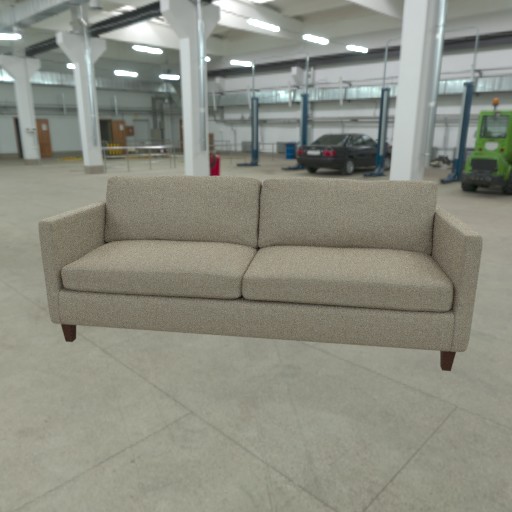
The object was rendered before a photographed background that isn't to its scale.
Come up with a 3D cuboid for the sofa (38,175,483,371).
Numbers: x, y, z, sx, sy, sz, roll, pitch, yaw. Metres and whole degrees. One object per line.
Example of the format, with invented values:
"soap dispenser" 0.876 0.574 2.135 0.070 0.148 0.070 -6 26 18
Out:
"sofa" 0.000 0.000 2.852 2.434 0.965 0.951 2 16 9
